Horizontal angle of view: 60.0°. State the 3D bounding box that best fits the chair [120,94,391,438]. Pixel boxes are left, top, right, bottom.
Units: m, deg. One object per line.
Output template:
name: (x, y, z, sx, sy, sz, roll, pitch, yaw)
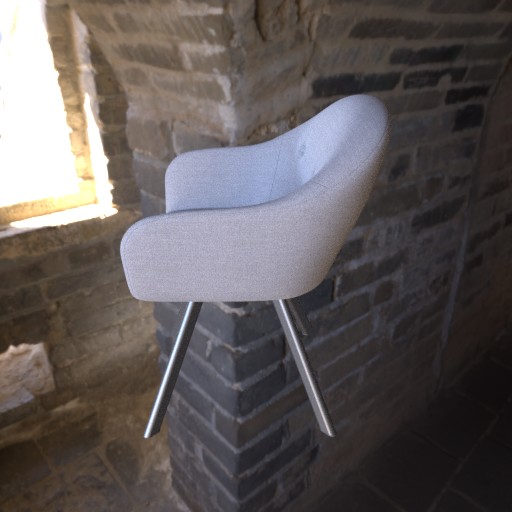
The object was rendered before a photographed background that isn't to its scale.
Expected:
chair: (0.000, 0.000, 1.141, 0.570, 0.780, 0.540, 0, 26, -1)
